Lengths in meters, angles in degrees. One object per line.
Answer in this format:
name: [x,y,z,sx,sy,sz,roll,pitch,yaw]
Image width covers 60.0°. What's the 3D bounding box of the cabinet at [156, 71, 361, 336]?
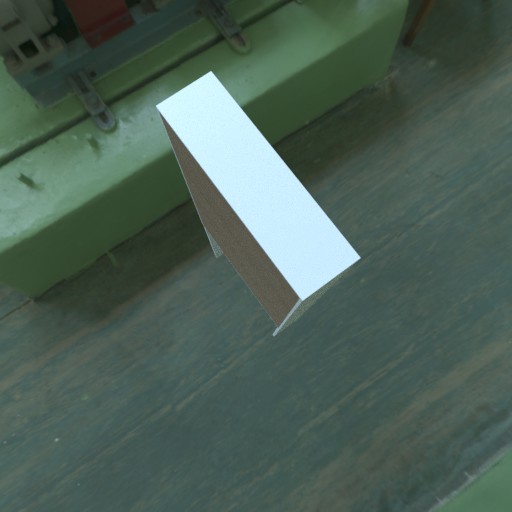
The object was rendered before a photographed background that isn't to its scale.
cabinet: [0.000,0.000,1.992,0.192,1.770,0.643,-35,79,-8]
